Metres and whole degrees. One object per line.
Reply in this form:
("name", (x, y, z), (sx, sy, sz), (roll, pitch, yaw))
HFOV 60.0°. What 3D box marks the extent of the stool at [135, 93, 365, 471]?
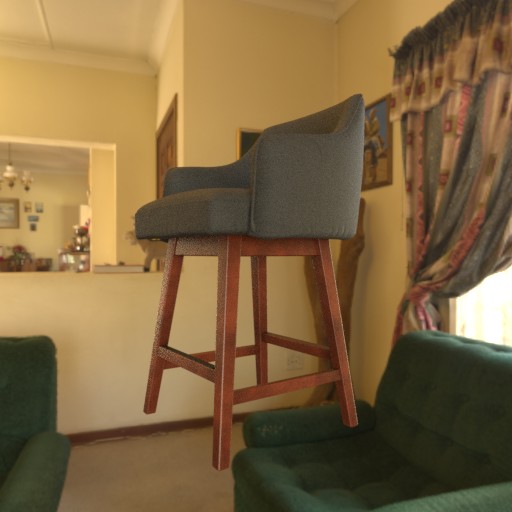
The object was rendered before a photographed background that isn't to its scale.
("stool", (0.000, 0.000, 1.259), (0.558, 0.912, 0.548), (0, 1, -35))
